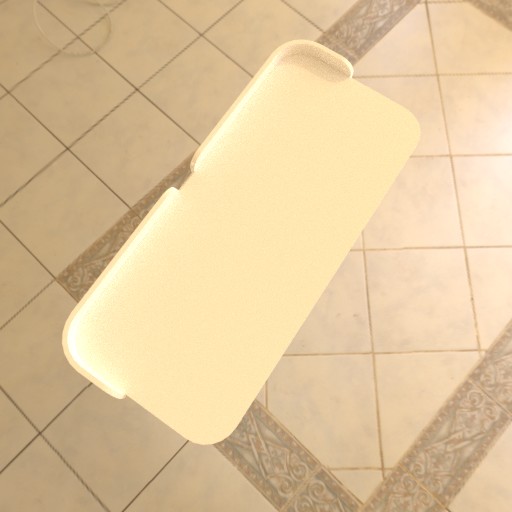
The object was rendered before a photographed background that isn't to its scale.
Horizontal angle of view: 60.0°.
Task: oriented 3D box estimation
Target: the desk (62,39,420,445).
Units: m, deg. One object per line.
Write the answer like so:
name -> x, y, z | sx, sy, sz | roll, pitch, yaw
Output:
desk -> 0.000, 0.000, 1.646 | 0.534, 0.807, 1.206 | 33, 78, 8
